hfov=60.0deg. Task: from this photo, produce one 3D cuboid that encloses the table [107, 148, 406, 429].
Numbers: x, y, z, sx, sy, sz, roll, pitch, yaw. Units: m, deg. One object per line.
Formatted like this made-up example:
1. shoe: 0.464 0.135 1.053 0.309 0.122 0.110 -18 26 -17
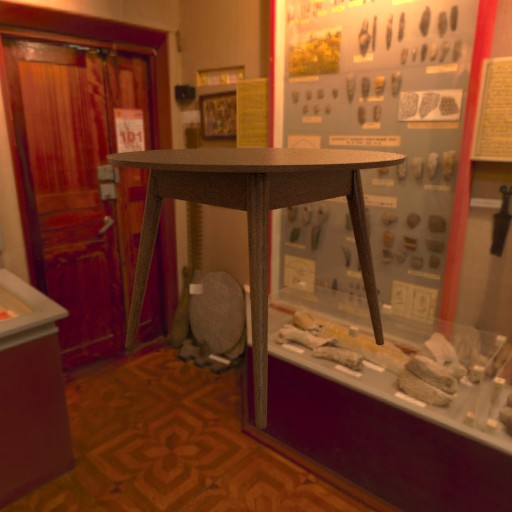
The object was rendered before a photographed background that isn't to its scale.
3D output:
1. table: 0.000 0.000 1.748 1.053 0.786 1.053 0 16 0
